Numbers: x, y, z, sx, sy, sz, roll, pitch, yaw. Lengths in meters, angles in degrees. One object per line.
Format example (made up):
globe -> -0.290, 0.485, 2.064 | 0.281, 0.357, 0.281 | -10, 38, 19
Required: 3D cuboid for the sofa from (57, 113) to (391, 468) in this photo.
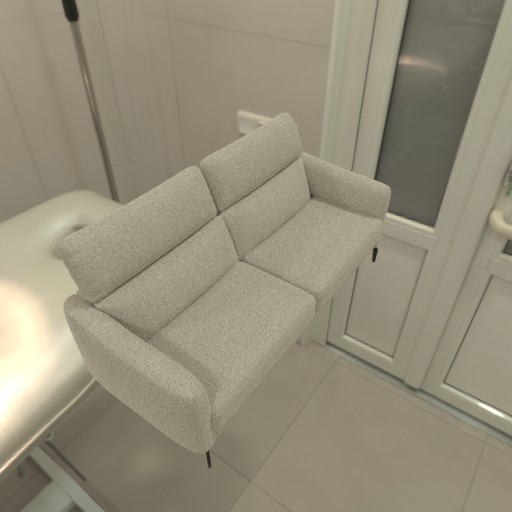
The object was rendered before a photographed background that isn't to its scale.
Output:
sofa -> 0.000, 0.000, 2.533 | 0.856, 0.956, 2.015 | 25, 46, 27
